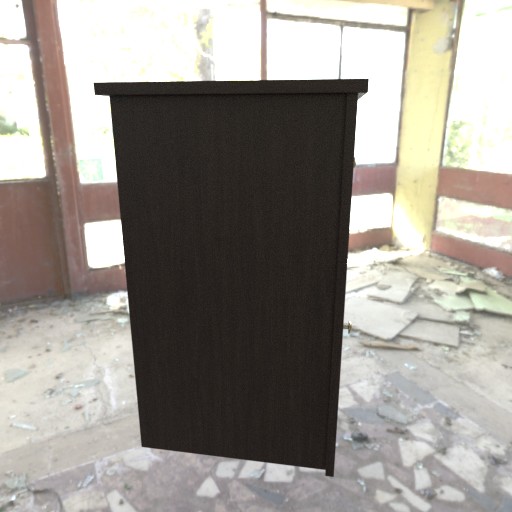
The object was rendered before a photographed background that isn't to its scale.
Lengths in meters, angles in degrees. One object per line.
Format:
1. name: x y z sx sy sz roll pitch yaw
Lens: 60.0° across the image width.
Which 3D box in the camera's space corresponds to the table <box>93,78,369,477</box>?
1. table: 0.000 0.000 0.909 0.381 0.635 0.480 3 17 9
